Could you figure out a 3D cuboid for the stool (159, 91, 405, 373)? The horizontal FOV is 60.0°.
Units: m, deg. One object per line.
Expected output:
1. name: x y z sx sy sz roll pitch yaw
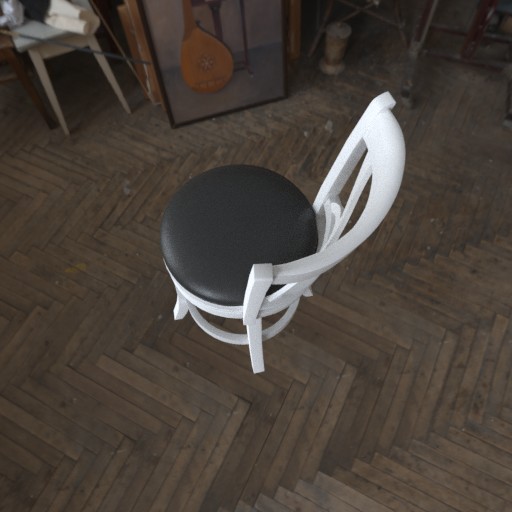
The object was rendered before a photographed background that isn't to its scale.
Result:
1. stool: 0.000 0.000 1.191 0.508 0.953 0.444 31 68 14
